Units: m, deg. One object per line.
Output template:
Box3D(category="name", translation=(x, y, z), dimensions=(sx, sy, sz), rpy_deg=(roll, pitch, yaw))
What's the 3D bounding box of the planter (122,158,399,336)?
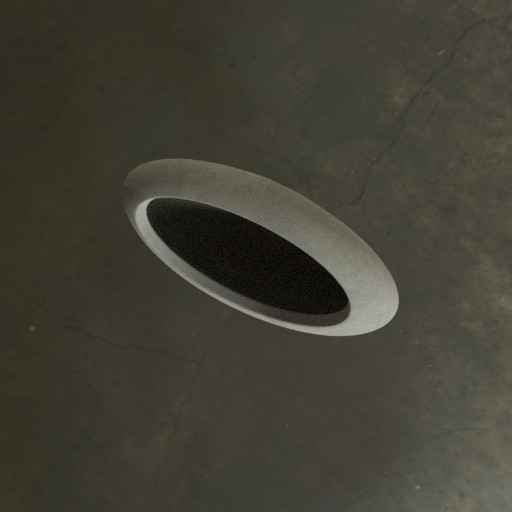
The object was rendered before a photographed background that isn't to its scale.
Box3D(category="planter", translation=(0.000, 0.000, 0.287), dimensions=(0.185, 0.188, 0.071), rpy_deg=(25, 77, 6))
